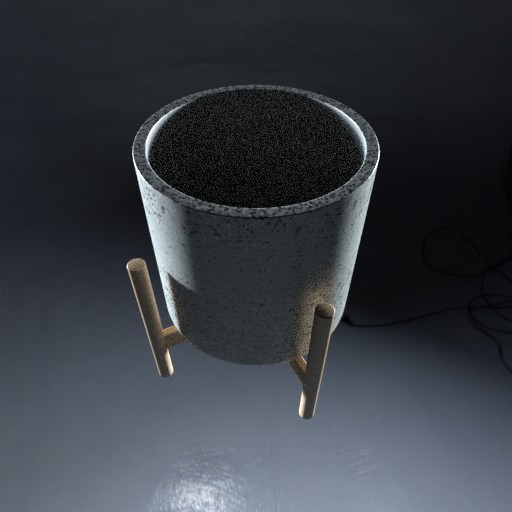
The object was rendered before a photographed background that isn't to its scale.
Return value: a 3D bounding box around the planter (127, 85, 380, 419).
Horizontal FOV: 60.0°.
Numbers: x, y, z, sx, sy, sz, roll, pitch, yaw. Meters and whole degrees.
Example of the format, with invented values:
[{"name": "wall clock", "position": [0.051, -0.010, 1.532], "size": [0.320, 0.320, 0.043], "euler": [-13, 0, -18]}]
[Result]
[{"name": "planter", "position": [0.000, 0.000, 0.703], "size": [0.360, 0.419, 0.360], "euler": [-4, 46, -4]}]
